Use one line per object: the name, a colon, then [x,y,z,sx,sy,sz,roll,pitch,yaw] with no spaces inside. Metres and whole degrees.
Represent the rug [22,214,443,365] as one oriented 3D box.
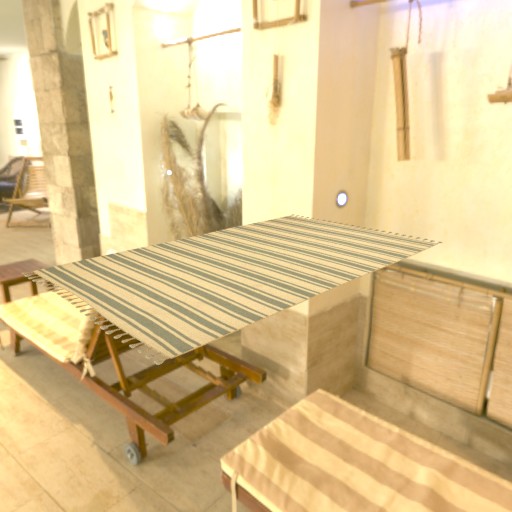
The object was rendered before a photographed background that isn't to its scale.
rug: [0.000,0.000,2.476,2.084,0.009,1.222,-16,23,-42]
